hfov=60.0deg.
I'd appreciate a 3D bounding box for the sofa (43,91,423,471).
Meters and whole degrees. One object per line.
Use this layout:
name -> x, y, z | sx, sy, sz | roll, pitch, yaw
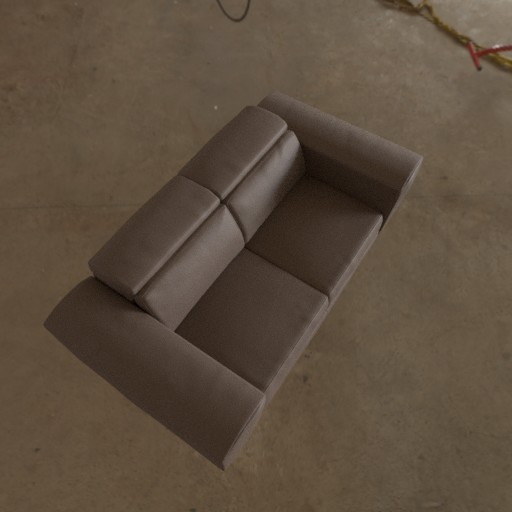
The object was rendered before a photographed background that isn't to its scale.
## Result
sofa -> 0.000, 0.000, 2.381 | 1.003, 0.779, 1.895 | 30, 63, 17
